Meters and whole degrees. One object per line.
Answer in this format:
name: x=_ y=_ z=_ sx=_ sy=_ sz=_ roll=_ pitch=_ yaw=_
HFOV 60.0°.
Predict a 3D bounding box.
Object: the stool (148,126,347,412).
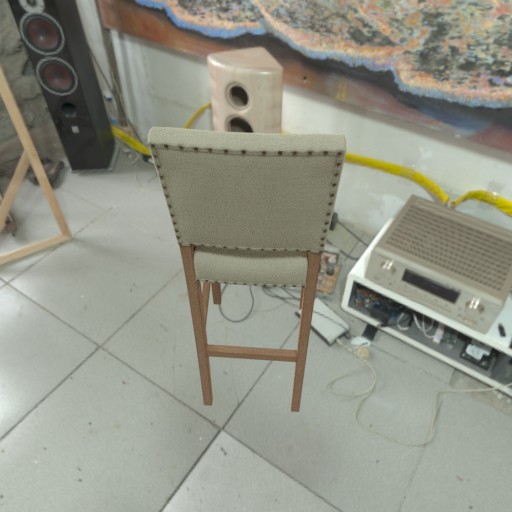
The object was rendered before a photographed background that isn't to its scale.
stool: x=0.000 y=0.000 z=1.399 sx=0.428 sy=1.143 sz=0.546 roll=3 pitch=46 yaw=3
